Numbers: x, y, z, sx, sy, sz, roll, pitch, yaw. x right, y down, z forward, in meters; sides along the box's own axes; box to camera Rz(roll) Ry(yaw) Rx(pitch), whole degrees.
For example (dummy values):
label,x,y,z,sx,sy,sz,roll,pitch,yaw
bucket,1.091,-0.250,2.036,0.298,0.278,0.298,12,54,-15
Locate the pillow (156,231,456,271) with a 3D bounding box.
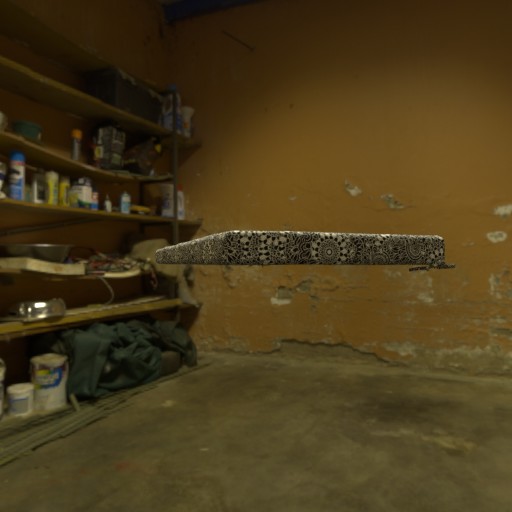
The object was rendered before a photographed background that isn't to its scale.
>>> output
label,x,y,z,sx,sy,sz,roll,pitch,yaw
pillow,0.000,0.000,1.351,0.492,0.081,1.187,0,-1,-18
